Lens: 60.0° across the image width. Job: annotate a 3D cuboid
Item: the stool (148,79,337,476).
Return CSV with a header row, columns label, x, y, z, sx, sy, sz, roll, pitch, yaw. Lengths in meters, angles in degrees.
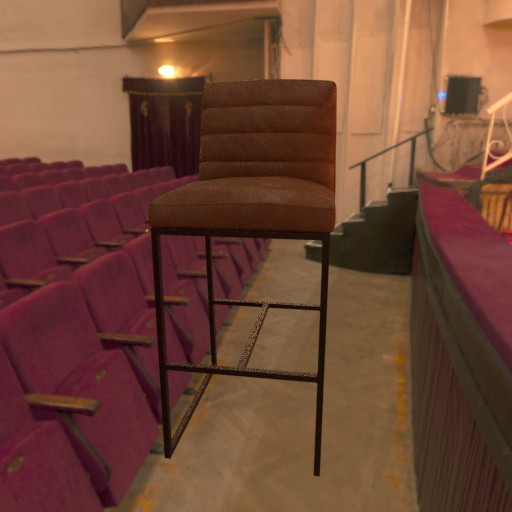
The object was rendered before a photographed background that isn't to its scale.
label,x,y,z,sx,sy,sz,roll,pitch,yaw
stool,0.000,0.000,1.346,0.463,1.065,0.562,2,15,9
